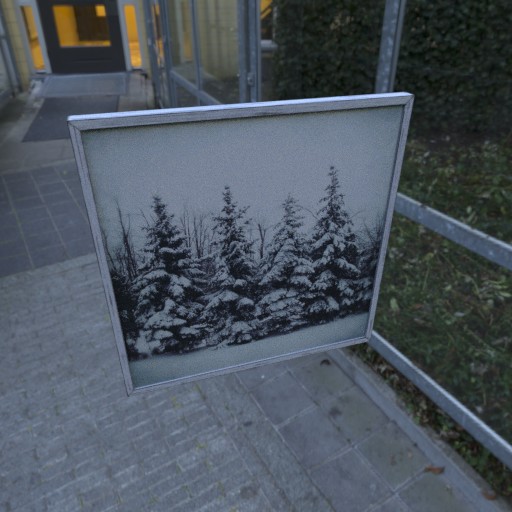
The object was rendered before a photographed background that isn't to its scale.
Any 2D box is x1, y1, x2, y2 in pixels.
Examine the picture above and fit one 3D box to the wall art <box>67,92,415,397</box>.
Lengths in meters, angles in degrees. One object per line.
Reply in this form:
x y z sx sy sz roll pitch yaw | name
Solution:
0.000 0.000 1.148 0.761 0.761 0.037 -9 33 -15 | wall art
